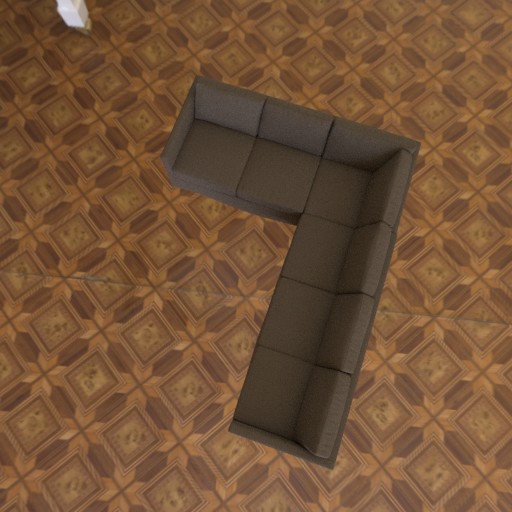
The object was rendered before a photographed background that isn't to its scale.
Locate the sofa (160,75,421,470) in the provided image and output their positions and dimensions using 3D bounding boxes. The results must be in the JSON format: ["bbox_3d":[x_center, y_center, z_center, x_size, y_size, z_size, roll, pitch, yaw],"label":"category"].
[{"bbox_3d":[0.000,0.000,4.357,2.432,0.871,3.182,18,76,5],"label":"sofa"}]
